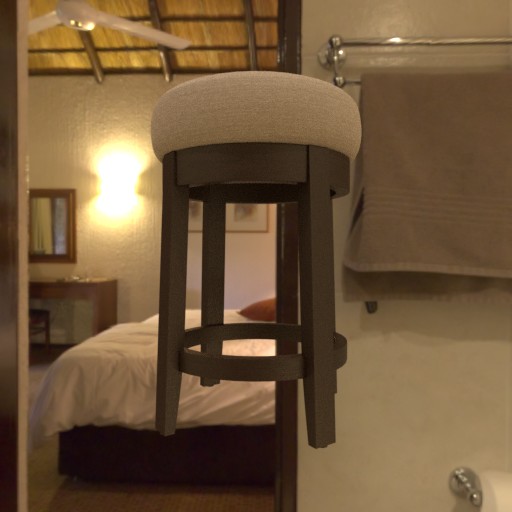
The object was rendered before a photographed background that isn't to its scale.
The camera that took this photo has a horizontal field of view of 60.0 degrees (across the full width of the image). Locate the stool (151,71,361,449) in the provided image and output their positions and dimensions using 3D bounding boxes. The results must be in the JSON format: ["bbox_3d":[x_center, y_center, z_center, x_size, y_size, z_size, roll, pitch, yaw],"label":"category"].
[{"bbox_3d":[0.000,0.000,0.960,0.443,0.672,0.443,0,1,0],"label":"stool"}]
